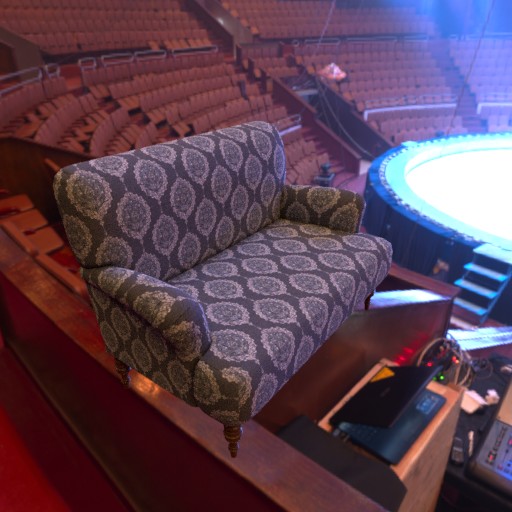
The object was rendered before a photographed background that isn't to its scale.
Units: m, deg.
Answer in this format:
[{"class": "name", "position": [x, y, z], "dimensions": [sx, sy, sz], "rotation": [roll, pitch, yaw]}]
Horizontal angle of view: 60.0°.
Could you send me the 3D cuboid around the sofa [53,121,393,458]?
[{"class": "sofa", "position": [0.000, 0.000, 1.821], "dimensions": [0.779, 0.867, 1.297], "rotation": [18, 32, 32]}]
